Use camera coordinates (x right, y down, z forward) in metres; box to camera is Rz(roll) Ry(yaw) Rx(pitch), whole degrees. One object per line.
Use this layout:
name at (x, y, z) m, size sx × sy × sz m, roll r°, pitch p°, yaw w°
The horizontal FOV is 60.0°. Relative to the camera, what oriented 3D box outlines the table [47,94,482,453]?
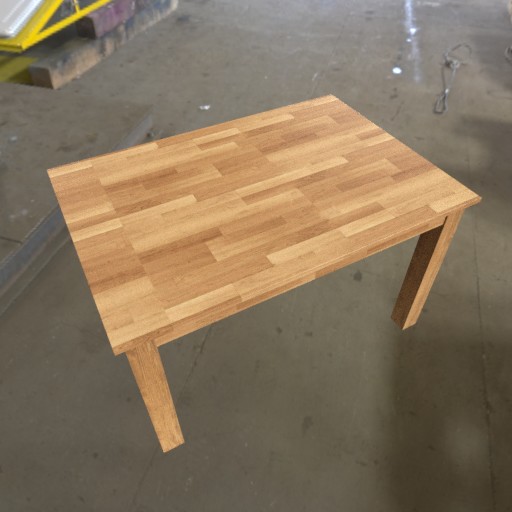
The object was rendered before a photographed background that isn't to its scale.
table at (0.000, 0.000, 1.869) m, size 1.300 × 0.750 × 0.900 m, roll -21°, pitch 49°, yaw -20°
